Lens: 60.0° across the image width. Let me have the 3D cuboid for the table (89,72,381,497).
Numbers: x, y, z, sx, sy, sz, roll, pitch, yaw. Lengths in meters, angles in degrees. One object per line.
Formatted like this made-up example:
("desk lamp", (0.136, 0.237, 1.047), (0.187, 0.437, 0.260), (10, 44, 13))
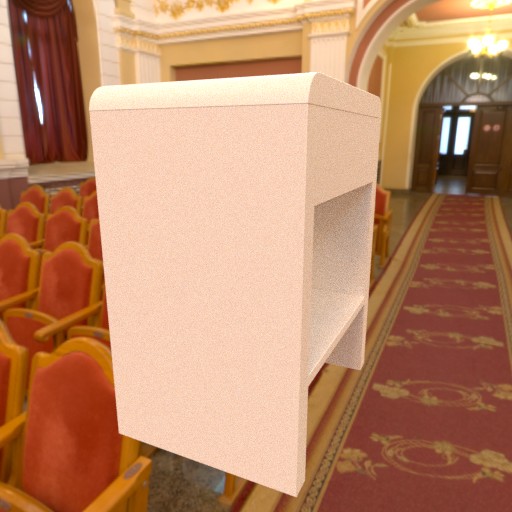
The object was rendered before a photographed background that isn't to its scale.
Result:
("table", (0.000, 0.000, 0.847), (0.350, 0.590, 0.450), (7, 16, 25))
